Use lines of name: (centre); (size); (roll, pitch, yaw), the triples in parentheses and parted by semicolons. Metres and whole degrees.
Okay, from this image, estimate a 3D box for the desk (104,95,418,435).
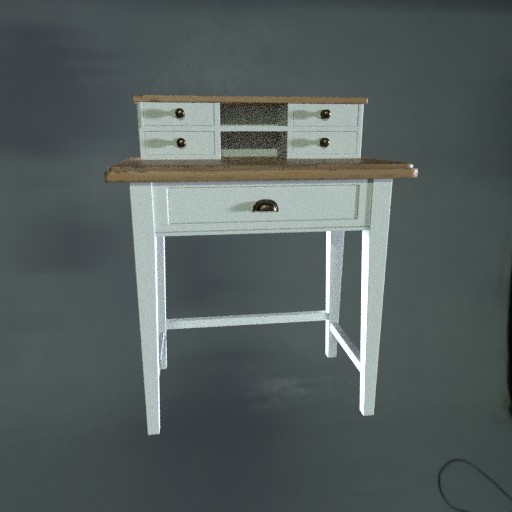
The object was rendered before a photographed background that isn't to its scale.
desk: (0.000, 0.000, 1.433); (0.814, 0.981, 0.462); (-2, 16, -8)
